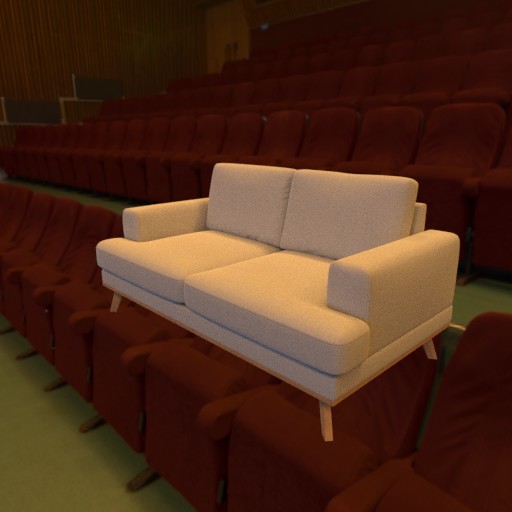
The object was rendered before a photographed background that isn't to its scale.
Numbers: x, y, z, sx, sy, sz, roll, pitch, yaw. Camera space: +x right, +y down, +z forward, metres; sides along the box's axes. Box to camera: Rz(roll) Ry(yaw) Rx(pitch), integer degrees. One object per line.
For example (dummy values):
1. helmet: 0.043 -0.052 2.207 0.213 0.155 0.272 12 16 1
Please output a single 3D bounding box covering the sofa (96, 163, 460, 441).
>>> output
1. sofa: 0.000 0.000 2.172 0.915 0.810 1.651 -15 22 -42
